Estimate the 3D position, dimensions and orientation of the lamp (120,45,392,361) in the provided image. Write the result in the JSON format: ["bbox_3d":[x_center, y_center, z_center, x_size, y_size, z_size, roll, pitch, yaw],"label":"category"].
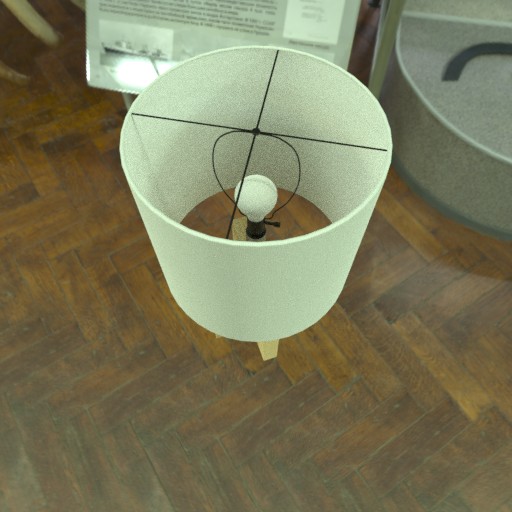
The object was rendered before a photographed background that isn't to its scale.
[{"bbox_3d":[0.000,0.000,0.559,0.229,0.428,0.229,-16,62,-9],"label":"lamp"}]
